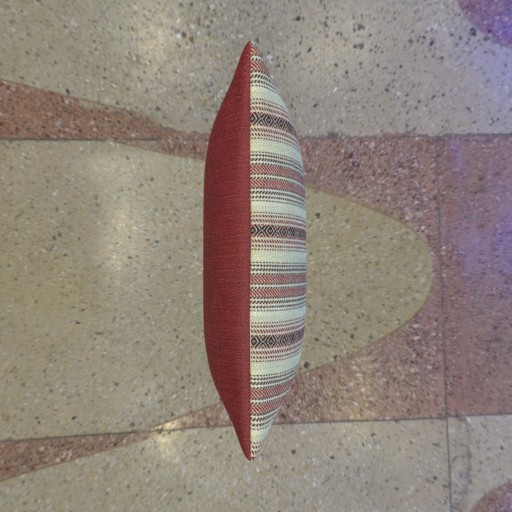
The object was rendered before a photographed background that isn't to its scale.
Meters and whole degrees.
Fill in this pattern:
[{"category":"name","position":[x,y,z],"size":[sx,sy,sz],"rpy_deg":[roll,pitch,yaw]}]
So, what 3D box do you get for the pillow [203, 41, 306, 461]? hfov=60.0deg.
[{"category":"pillow","position":[0.000,0.000,0.776],"size":[0.166,0.497,0.513],"rpy_deg":[0,89,0]}]
